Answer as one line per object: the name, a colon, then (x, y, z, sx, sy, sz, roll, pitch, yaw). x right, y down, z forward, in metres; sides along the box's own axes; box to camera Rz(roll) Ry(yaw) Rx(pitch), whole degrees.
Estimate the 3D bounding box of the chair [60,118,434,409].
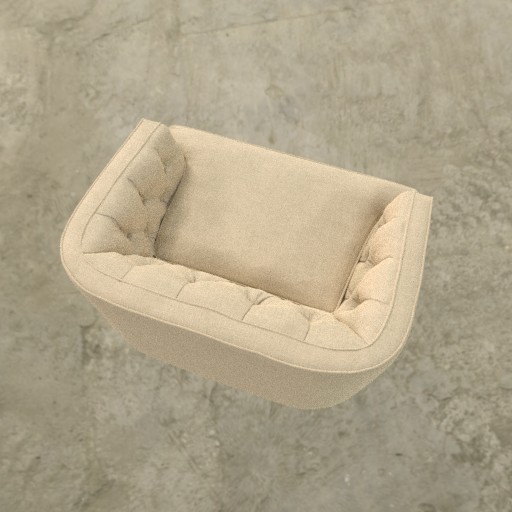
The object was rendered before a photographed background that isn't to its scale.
chair: (0.000, 0.000, 1.702, 1.118, 0.787, 0.914, 17, 65, 8)
